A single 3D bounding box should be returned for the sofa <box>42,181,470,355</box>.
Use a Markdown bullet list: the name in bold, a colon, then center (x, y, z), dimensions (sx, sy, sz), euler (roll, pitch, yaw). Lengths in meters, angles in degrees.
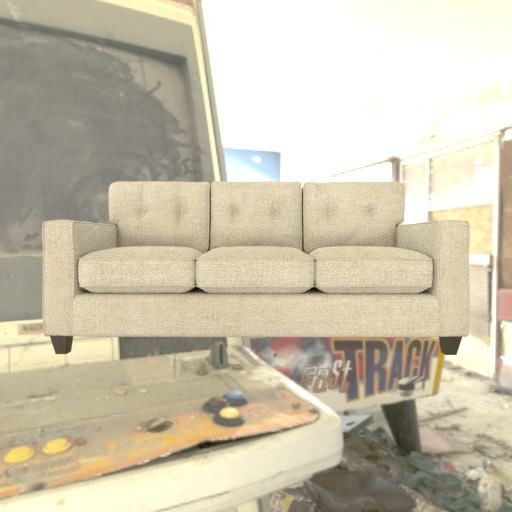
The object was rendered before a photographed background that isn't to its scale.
- **sofa**: center (0.000, 0.000, 2.616), dimensions (2.133, 0.965, 0.939), euler (0, 2, 1)
